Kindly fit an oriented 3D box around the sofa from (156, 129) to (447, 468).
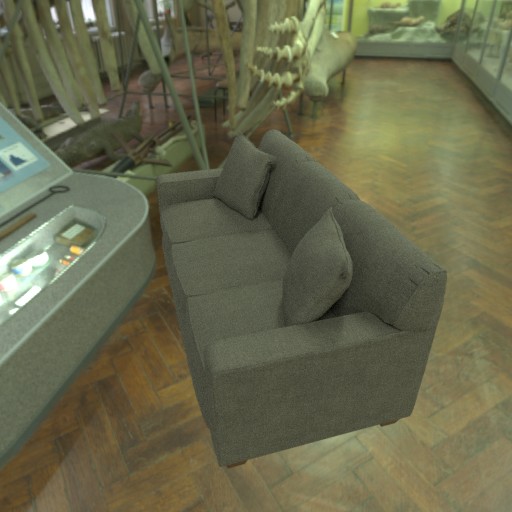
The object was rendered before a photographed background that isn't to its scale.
[{"bbox_3d":[0.000,0.000,2.596,0.997,0.958,2.024,-9,33,-14],"label":"sofa"}]
